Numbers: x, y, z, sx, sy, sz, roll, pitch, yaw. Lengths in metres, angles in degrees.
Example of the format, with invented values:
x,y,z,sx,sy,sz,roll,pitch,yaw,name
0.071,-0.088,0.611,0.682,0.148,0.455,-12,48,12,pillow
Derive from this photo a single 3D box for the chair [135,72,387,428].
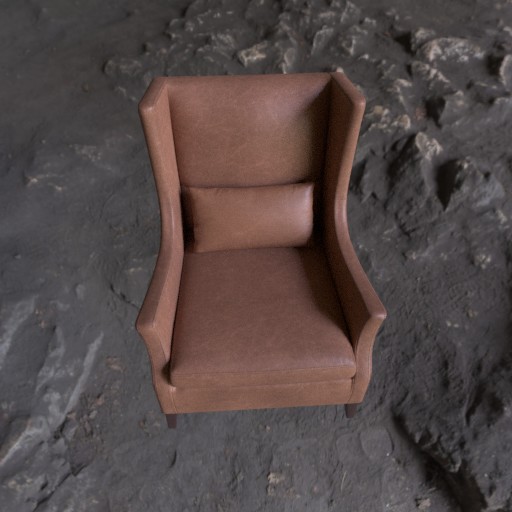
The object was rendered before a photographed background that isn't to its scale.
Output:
x,y,z,sx,sy,sz,roll,pitch,yaw,name
0.000,0.000,1.702,0.815,1.088,0.913,-2,48,-2,chair
